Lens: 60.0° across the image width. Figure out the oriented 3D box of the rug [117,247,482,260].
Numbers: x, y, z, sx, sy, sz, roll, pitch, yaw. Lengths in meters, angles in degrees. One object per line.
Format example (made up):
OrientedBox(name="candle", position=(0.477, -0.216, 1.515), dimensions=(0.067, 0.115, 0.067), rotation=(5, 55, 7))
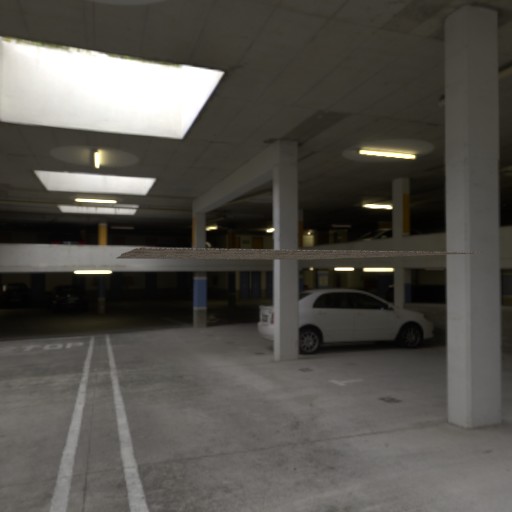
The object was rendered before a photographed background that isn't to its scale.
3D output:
OrientedBox(name="rug", position=(0.000, 0.000, 4.047), dimensions=(2.371, 0.012, 3.000), rotation=(1, -2, -20))
